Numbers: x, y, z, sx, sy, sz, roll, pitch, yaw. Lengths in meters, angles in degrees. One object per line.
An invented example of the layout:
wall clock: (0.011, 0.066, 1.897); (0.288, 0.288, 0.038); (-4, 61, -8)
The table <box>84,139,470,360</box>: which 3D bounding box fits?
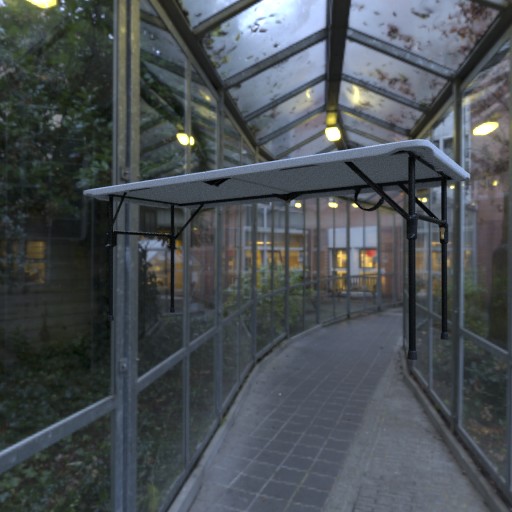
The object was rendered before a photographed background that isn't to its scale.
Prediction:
table: (0.000, 0.000, 2.200); (1.829, 0.719, 0.761); (0, -1, 36)
